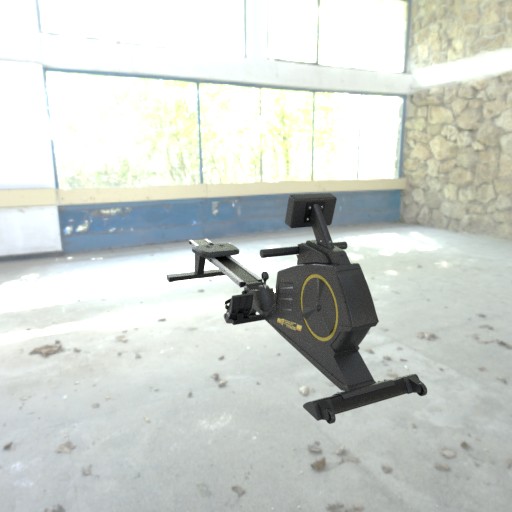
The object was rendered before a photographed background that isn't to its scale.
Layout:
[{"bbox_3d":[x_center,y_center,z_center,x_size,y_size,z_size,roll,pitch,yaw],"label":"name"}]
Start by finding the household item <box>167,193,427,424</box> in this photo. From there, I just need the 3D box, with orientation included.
[{"bbox_3d":[0.000,0.000,2.613,0.521,0.810,2.251,-6,14,-25],"label":"household item"}]
